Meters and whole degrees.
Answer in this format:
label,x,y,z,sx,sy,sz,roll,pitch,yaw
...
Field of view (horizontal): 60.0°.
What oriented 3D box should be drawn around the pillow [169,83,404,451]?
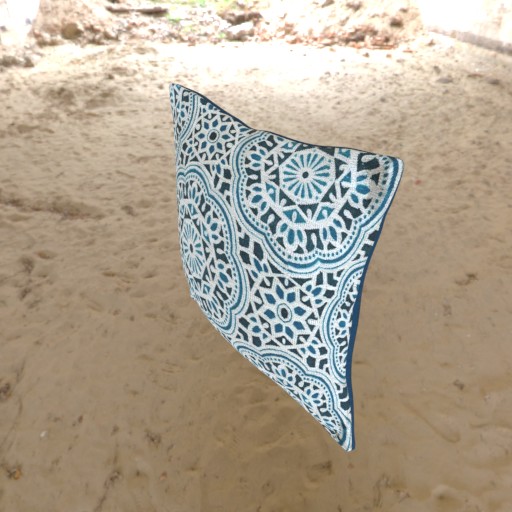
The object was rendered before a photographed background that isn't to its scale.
label,x,y,z,sx,sy,sz,roll,pitch,yaw
pillow,0.000,0.000,0.644,0.145,0.420,0.440,-22,39,-30
